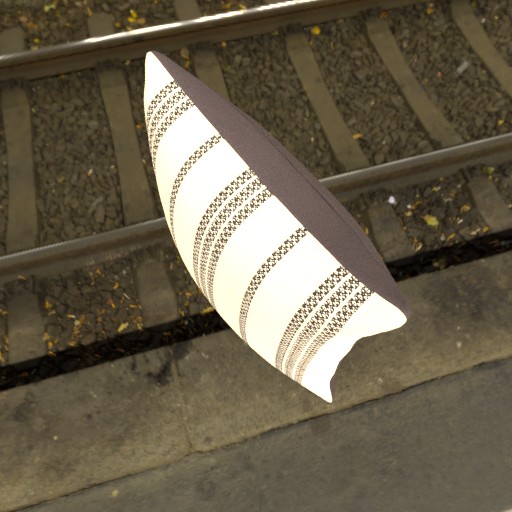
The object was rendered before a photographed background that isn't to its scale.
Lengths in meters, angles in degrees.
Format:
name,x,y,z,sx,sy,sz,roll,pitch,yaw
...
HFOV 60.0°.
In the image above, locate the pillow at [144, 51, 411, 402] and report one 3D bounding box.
name,x,y,z,sx,sy,sz,roll,pitch,yaw
pillow,0.000,0.000,0.608,0.173,0.406,0.405,-34,68,-16
